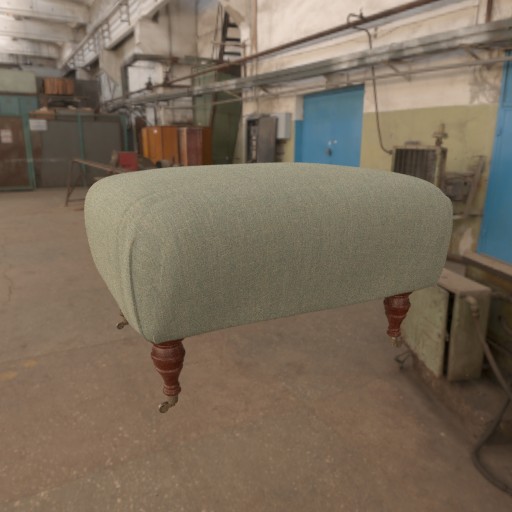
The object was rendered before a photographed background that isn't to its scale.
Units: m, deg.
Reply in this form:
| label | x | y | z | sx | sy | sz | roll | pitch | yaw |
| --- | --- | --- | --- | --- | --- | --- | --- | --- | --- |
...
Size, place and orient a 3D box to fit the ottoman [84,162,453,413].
| label | x | y | z | sx | sy | sz | roll | pitch | yaw |
| --- | --- | --- | --- | --- | --- | --- | --- | --- | --- |
| ottoman | 0.000 | 0.000 | 1.110 | 0.747 | 0.450 | 0.622 | -8 | 17 | -26 |
